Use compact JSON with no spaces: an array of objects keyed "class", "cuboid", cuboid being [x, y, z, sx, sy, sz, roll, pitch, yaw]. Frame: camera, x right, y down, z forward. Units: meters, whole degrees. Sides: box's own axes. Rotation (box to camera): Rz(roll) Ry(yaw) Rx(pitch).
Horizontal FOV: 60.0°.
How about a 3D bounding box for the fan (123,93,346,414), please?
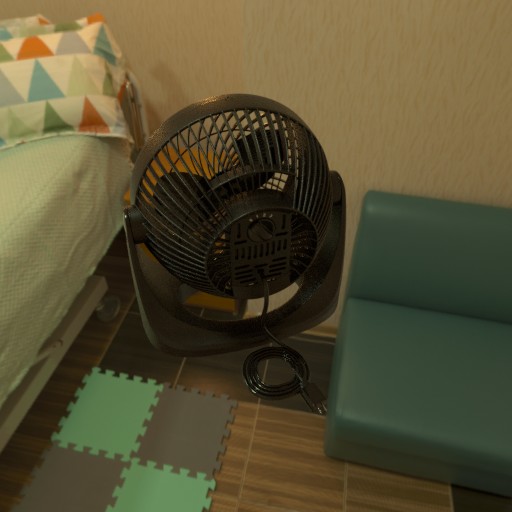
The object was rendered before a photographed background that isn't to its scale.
[{"class":"fan","cuboid":[0.000,0.000,0.480,0.273,0.277,0.256,-12,43,-13]}]
